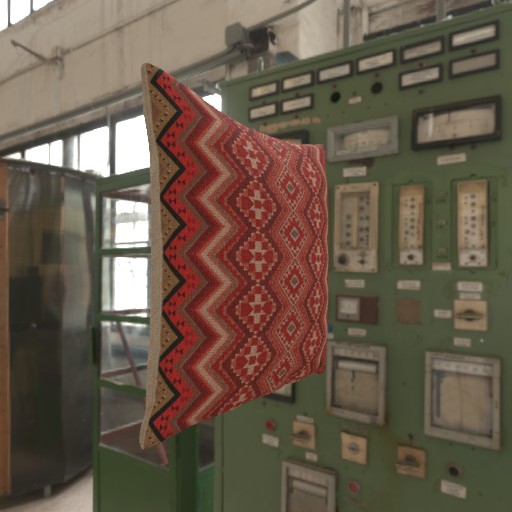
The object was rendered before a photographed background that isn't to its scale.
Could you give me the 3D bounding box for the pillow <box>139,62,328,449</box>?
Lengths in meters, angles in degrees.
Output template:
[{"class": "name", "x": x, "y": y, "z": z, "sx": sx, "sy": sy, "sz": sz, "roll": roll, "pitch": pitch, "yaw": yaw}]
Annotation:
[{"class": "pillow", "x": 0.000, "y": 0.000, "z": 0.788, "sx": 0.158, "sy": 0.511, "sz": 0.513, "roll": -1, "pitch": -2, "yaw": 35}]
